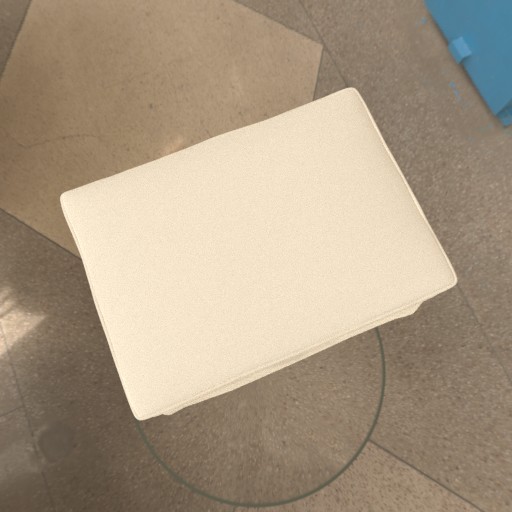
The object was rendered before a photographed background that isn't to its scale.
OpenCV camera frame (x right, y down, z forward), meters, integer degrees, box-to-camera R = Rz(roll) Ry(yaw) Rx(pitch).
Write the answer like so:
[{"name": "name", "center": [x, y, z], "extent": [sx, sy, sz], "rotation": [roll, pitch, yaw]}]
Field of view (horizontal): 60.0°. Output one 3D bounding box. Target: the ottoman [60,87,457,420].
[{"name": "ottoman", "center": [0.000, 0.000, 1.370], "extent": [0.944, 0.479, 0.703], "rotation": [-22, 77, -5]}]
